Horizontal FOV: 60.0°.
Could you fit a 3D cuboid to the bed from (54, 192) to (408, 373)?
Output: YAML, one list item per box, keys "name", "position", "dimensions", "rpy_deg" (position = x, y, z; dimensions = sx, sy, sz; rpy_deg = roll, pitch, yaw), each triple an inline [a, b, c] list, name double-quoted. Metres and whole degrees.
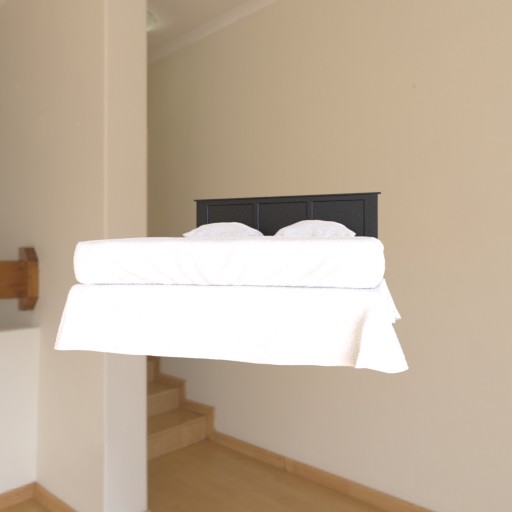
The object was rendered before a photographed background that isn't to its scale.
- name: "bed"
  position: [0.000, 0.000, 3.615]
  dimensions: [2.315, 1.271, 2.219]
  rpy_deg: [0, -1, 16]
